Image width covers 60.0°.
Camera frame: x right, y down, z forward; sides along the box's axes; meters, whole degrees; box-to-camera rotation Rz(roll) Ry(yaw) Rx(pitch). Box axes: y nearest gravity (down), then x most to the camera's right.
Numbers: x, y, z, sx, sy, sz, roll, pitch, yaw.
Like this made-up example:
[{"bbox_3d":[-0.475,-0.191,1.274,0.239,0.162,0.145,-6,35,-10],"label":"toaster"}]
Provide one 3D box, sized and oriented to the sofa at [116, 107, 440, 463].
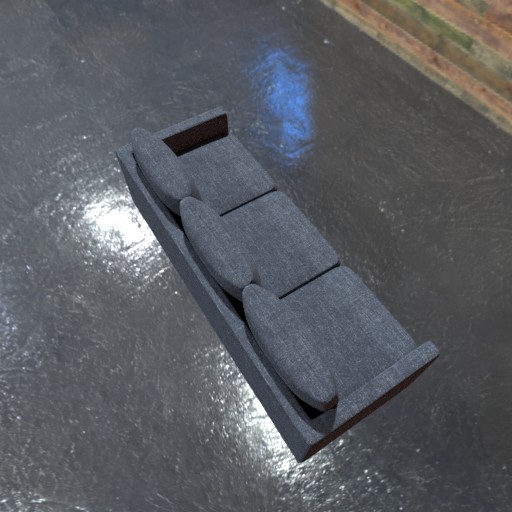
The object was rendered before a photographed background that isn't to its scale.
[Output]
[{"bbox_3d":[0.000,0.000,2.788,0.859,0.874,2.218,-28,62,-17],"label":"sofa"}]
